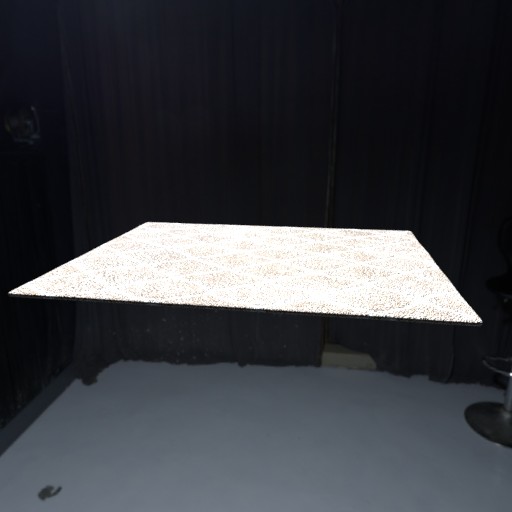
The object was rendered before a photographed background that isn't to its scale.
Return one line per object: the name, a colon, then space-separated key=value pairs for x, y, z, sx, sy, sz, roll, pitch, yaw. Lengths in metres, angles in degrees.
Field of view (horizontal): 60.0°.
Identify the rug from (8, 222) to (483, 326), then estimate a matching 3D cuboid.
rug: x=0.000 y=0.000 z=3.933 sx=3.047 sy=0.029 sz=2.438 roll=3 pitch=16 yaw=9
